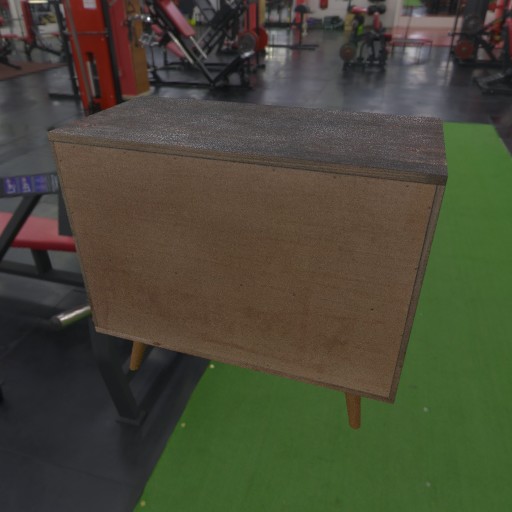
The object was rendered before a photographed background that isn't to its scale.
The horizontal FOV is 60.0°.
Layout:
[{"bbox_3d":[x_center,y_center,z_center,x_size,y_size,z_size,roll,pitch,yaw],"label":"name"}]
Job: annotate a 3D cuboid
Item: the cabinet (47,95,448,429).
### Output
[{"bbox_3d":[0.000,0.000,1.513,1.023,0.897,0.529,10,33,15],"label":"cabinet"}]
